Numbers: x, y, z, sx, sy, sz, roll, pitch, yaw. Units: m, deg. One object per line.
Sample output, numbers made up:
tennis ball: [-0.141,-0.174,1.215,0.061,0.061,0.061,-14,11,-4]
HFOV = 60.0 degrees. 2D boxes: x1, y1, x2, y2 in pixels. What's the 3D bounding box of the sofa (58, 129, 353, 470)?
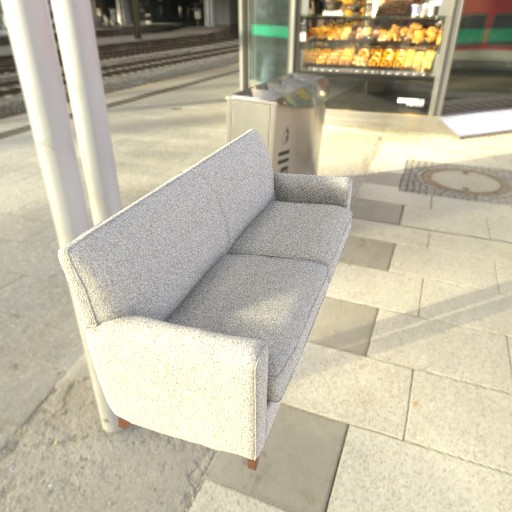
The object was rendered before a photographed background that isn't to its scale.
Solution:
sofa: [0.000,0.000,2.500,0.854,0.942,2.026,10,30,17]
